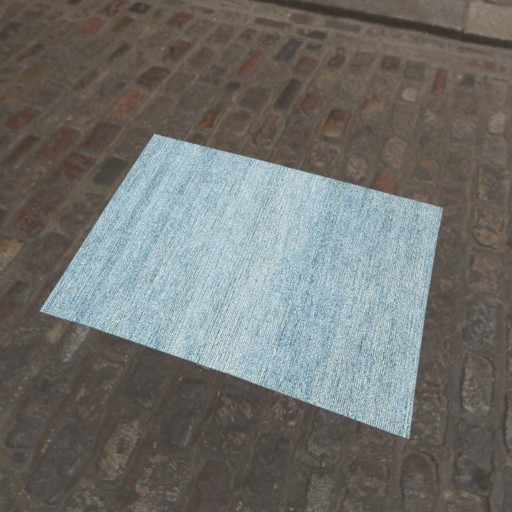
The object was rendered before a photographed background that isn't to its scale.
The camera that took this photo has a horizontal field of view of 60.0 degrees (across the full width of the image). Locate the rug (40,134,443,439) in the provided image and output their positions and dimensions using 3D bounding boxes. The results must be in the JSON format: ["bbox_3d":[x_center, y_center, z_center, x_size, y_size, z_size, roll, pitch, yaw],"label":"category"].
[{"bbox_3d":[0.000,0.000,2.915,2.260,0.026,1.611,17,60,10],"label":"rug"}]
